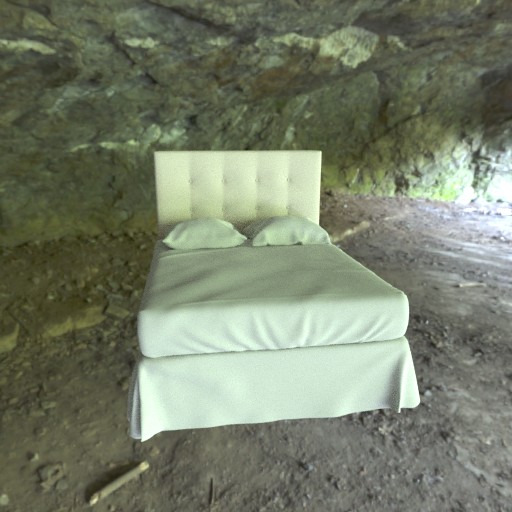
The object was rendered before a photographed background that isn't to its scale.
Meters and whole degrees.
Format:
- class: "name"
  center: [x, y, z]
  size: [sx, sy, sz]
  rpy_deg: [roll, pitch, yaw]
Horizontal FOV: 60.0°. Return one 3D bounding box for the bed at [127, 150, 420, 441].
- class: "bed"
  center: [0.000, 0.000, 3.519]
  size: [1.936, 1.577, 2.222]
  rpy_deg: [-2, 15, -9]
